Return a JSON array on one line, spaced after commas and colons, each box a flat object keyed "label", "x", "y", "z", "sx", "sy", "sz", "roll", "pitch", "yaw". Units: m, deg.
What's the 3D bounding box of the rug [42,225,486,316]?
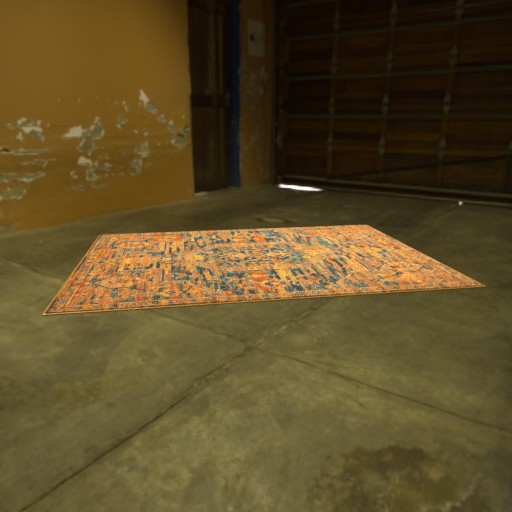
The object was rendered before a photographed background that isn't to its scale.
[{"label": "rug", "x": 0.000, "y": 0.000, "z": 3.819, "sx": 2.916, "sy": 0.019, "sz": 2.043, "roll": -3, "pitch": 16, "yaw": -9}]
